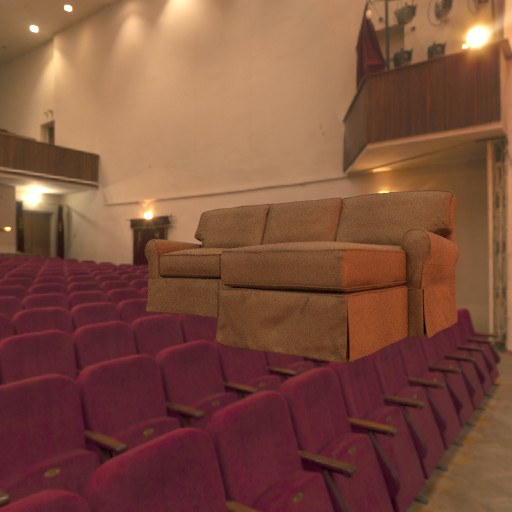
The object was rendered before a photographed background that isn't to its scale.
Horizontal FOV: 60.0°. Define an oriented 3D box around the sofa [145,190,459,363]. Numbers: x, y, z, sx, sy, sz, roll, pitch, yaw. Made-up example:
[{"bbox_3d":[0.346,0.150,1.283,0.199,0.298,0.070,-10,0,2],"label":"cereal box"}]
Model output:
[{"bbox_3d":[0.000,0.000,3.247,2.475,0.978,1.733,0,-1,36],"label":"sofa"}]
